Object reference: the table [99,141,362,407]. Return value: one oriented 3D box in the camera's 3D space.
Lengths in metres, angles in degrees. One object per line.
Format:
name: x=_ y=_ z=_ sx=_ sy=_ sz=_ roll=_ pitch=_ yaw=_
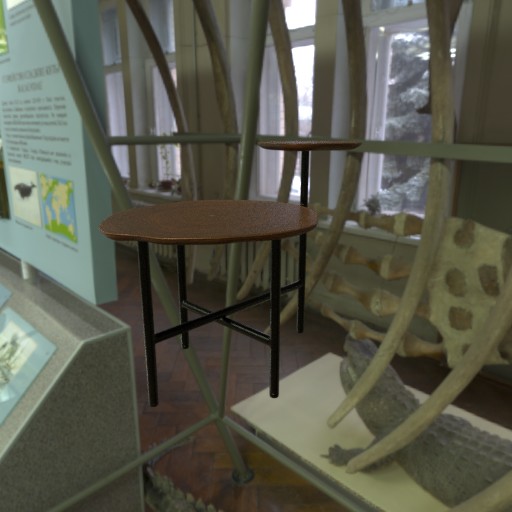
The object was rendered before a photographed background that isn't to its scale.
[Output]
table: x=0.000 y=0.000 z=1.094 sx=0.759 sy=0.538 sz=0.442 roll=-15 pitch=21 yaw=-43
